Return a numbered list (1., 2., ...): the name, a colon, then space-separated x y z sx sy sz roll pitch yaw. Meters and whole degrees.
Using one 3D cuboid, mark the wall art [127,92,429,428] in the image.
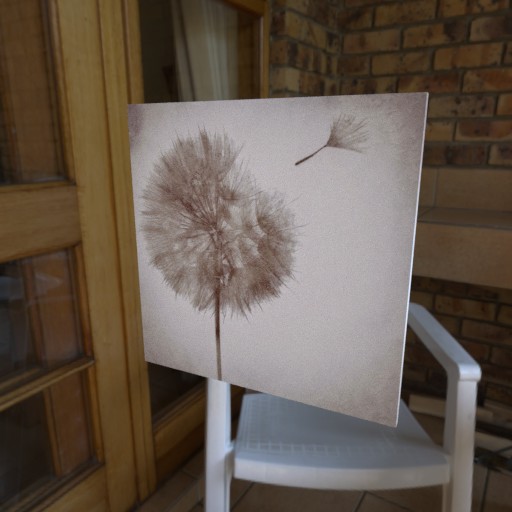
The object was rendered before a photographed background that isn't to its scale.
1. wall art: 0.000 0.000 1.142 0.762 0.762 0.027 7 16 25
